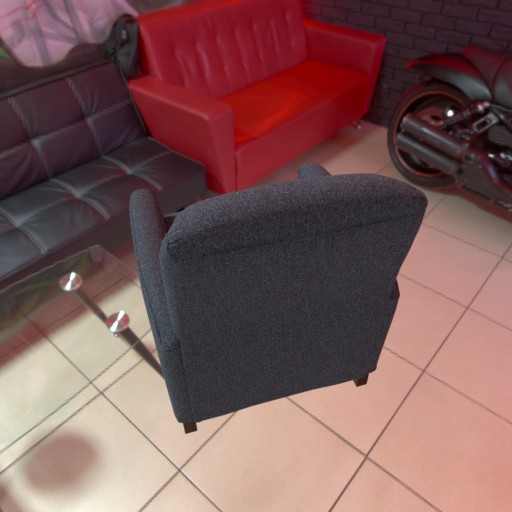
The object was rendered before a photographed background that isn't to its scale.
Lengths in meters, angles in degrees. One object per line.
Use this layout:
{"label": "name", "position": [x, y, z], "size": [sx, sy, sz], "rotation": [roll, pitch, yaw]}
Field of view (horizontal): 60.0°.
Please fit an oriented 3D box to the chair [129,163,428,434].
{"label": "chair", "position": [0.000, 0.000, 1.621], "size": [0.839, 1.016, 0.850], "rotation": [-11, 43, -12]}
